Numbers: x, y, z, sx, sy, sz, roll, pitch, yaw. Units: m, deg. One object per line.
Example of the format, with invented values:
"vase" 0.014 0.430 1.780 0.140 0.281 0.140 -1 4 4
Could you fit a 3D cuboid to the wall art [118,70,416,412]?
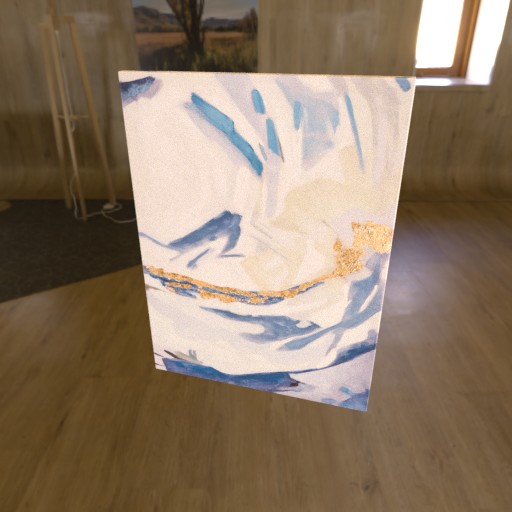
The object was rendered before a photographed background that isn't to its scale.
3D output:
"wall art" 0.000 0.000 1.330 0.761 1.015 0.038 7 27 14
